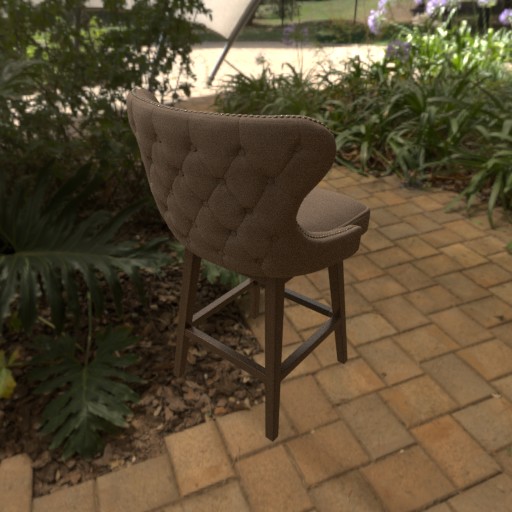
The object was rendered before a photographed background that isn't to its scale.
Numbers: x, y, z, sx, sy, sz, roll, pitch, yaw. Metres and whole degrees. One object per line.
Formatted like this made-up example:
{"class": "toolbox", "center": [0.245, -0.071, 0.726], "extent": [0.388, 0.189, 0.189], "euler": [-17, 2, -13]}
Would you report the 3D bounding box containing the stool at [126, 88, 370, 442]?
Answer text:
{"class": "stool", "center": [0.000, 0.000, 1.361], "extent": [0.615, 0.972, 0.597], "euler": [22, 36, 33]}
